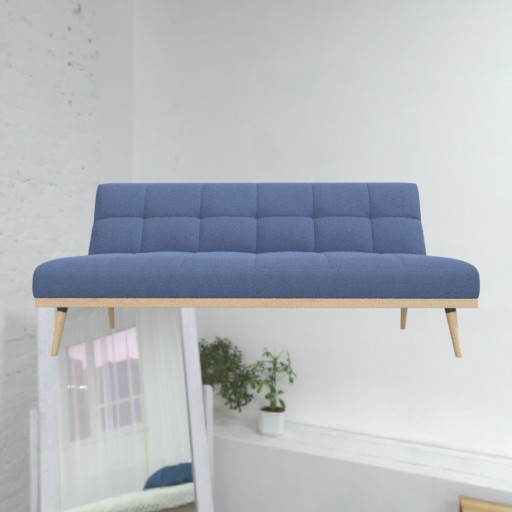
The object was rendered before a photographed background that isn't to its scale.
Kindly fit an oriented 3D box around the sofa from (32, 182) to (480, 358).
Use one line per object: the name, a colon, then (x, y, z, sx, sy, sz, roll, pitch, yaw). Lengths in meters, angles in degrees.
sofa: (0.000, 0.000, 2.151, 1.800, 0.800, 0.796, 0, 1, 1)
